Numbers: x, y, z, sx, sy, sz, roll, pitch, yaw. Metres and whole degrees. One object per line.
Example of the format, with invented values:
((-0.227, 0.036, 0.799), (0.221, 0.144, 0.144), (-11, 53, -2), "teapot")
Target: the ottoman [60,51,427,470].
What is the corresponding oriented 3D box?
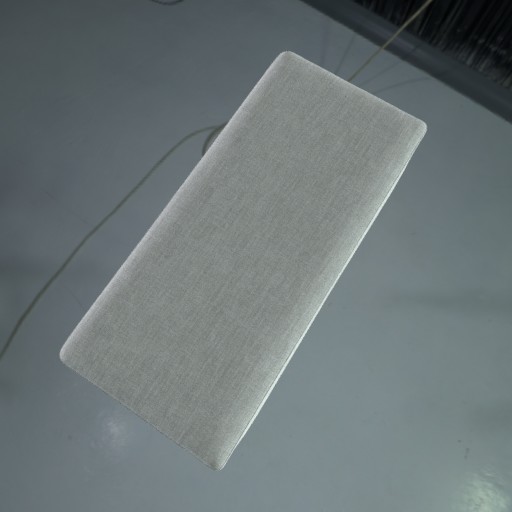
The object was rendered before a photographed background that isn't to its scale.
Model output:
((0.000, 0.000, 1.139), (0.419, 0.432, 0.902), (32, 77, 8), "ottoman")
